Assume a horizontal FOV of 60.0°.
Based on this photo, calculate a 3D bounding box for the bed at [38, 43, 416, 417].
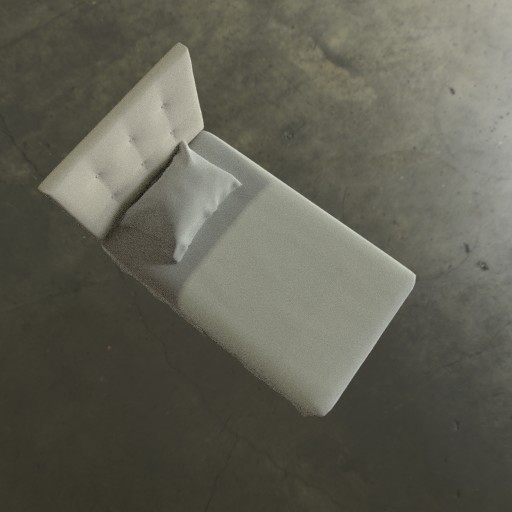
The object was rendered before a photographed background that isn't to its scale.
[{"bbox_3d":[0.000,0.000,2.973,1.997,1.571,1.261,36,77,9],"label":"bed"}]
